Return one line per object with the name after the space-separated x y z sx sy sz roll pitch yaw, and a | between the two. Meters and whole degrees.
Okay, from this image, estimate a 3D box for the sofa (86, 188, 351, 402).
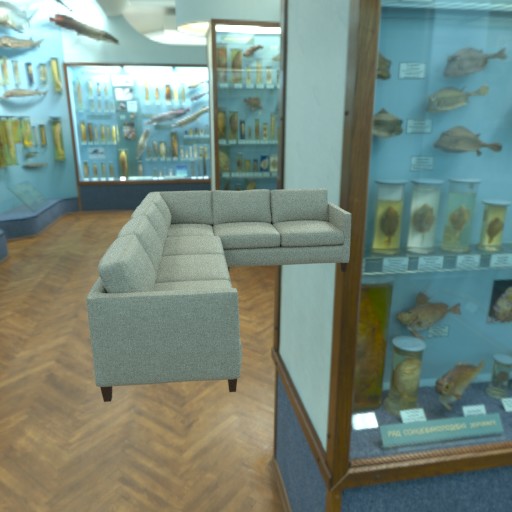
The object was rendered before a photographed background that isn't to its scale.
0.000 0.000 4.385 2.522 0.934 3.333 -2 16 -7 | sofa
